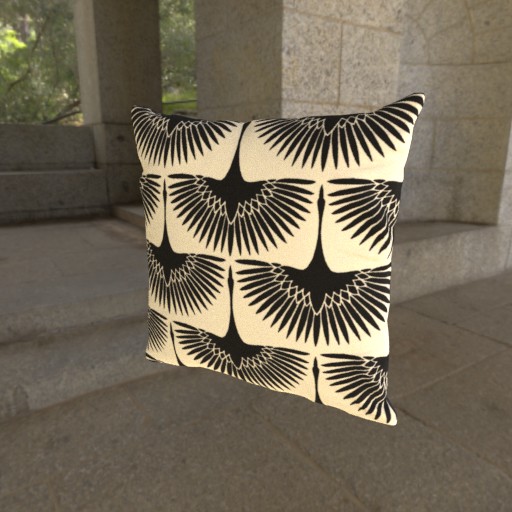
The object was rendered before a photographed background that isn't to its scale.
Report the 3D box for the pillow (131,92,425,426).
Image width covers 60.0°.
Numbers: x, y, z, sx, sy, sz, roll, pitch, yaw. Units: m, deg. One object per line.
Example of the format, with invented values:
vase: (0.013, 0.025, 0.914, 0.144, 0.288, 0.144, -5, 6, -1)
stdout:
pillow: (0.000, 0.000, 0.649, 0.432, 0.432, 0.139, 7, 16, 25)
